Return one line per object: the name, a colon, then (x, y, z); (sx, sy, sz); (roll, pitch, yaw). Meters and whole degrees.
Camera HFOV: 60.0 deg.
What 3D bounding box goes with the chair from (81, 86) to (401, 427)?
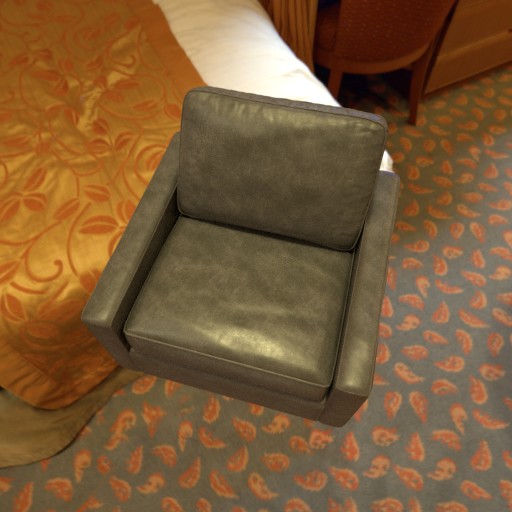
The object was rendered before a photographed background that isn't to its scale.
chair: (0.000, 0.000, 1.748); (1.006, 0.916, 0.939); (13, 60, 8)
